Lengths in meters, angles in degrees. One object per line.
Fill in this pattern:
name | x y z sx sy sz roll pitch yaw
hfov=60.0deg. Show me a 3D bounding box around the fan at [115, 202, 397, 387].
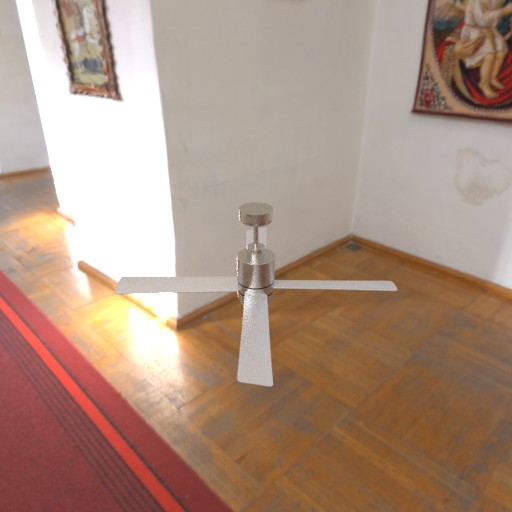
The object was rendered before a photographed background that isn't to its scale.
fan | 0.000 0.000 2.356 1.525 0.539 1.525 0 27 1
